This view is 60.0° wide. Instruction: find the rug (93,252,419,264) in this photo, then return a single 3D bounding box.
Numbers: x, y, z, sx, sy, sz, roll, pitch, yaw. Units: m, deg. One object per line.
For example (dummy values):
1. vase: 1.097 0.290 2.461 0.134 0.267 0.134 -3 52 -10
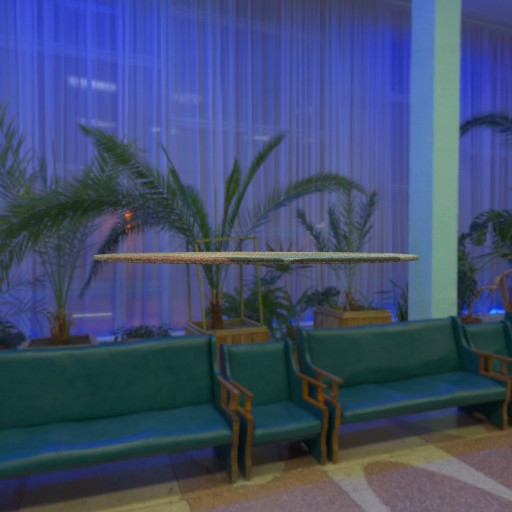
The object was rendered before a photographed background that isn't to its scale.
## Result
1. rug: 0.000 0.000 3.563 2.461 0.033 2.461 0 1 0
